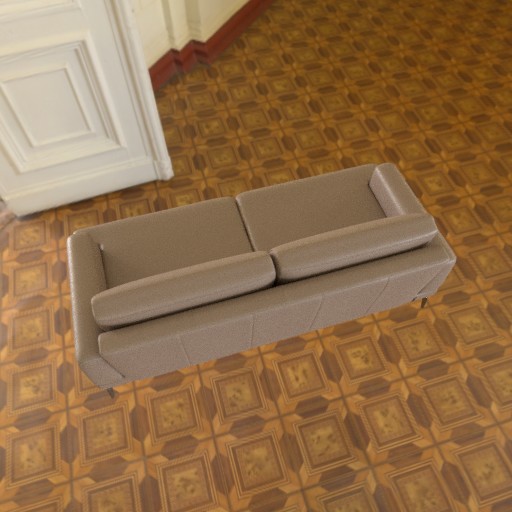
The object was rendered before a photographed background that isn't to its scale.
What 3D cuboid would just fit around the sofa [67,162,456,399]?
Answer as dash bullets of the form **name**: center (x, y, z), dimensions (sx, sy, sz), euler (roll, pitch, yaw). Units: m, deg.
- **sofa**: center (0.000, 0.000, 2.450), dimensions (1.940, 0.765, 0.974), euler (-14, 57, -9)
